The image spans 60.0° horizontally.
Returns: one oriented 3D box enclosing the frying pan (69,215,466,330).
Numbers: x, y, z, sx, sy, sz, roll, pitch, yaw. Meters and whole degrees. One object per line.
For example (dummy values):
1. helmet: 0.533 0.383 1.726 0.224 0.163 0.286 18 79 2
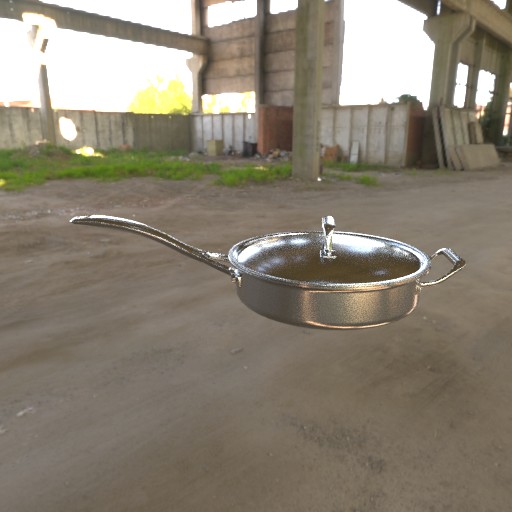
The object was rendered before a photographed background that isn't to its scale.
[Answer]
1. frying pan: 0.000 0.000 0.646 0.561 0.114 0.280 2 16 7
